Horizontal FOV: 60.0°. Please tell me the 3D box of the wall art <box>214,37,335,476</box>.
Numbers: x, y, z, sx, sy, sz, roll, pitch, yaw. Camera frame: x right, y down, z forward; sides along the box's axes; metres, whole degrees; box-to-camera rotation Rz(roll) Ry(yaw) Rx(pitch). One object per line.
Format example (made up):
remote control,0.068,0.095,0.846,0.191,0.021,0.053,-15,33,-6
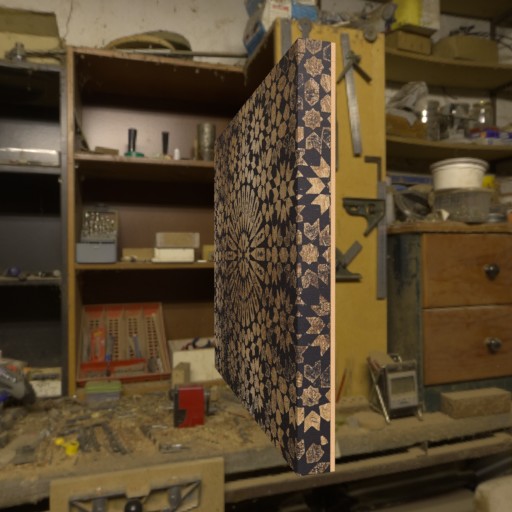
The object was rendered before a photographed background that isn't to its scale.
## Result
wall art,0.000,0.000,0.607,0.038,0.405,0.405,0,1,-16
